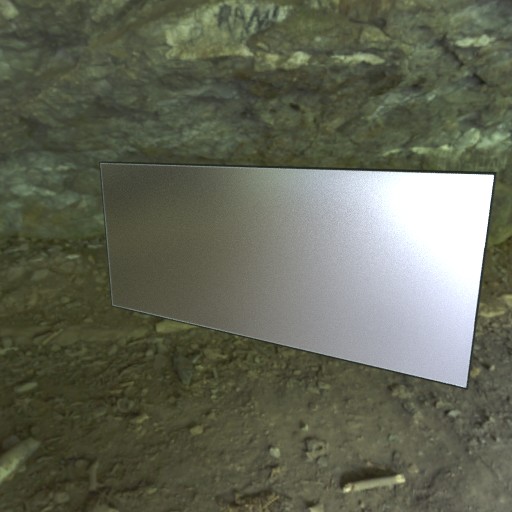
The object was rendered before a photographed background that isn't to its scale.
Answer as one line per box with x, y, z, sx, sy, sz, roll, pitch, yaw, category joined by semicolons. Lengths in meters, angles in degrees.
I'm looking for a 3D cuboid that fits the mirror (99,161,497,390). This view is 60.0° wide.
0.000;0.000;1.732;1.584;0.692;0.047;8;16;28;mirror
